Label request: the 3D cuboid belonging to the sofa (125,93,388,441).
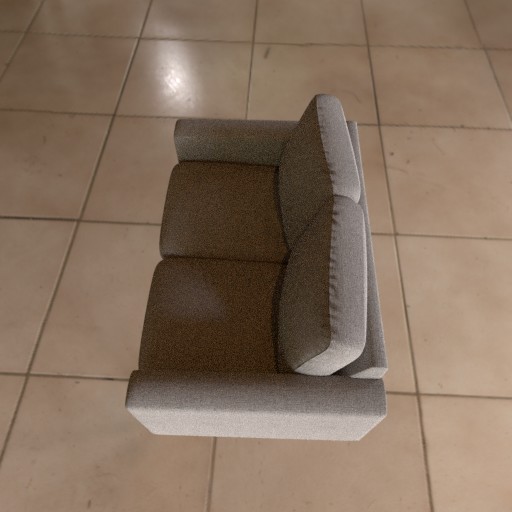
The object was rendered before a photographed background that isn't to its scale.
[{"bbox_3d":[0.000,0.000,1.976,0.917,0.873,1.420,1,58,1],"label":"sofa"}]
